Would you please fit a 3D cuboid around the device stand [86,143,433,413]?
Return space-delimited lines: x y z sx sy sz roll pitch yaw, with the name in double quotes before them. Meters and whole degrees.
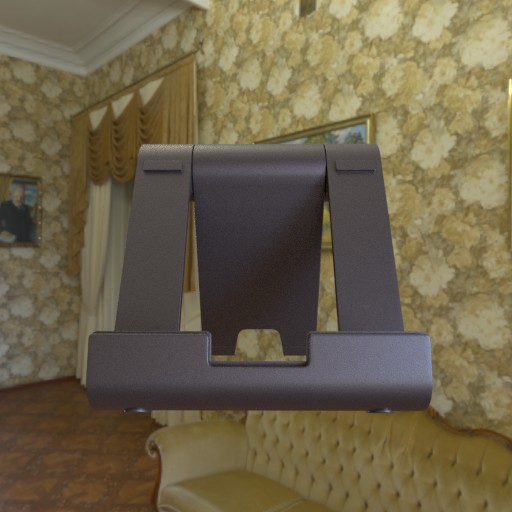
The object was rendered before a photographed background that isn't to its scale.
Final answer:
"device stand" 0.000 0.000 0.149 0.088 0.084 0.079 0 0 0
